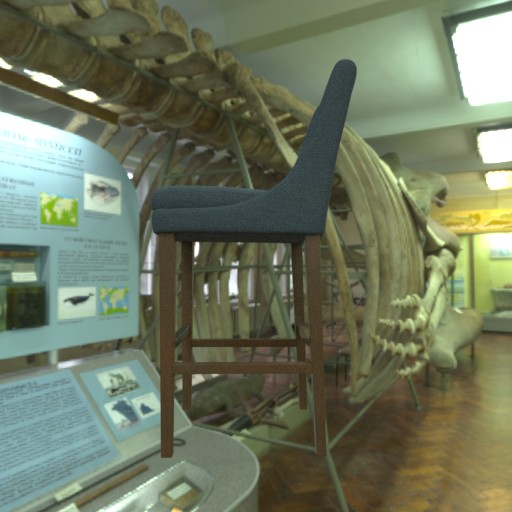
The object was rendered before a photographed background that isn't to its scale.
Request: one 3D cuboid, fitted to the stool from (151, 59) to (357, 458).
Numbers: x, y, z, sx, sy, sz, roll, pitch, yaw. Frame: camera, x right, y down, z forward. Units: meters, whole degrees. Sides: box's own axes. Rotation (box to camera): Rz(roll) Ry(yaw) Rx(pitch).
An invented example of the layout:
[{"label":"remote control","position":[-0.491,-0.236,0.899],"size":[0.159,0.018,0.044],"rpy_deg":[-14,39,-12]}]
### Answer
[{"label":"stool","position":[0.000,0.000,1.397],"size":[0.577,1.078,0.470],"rpy_deg":[0,-1,-1]}]
